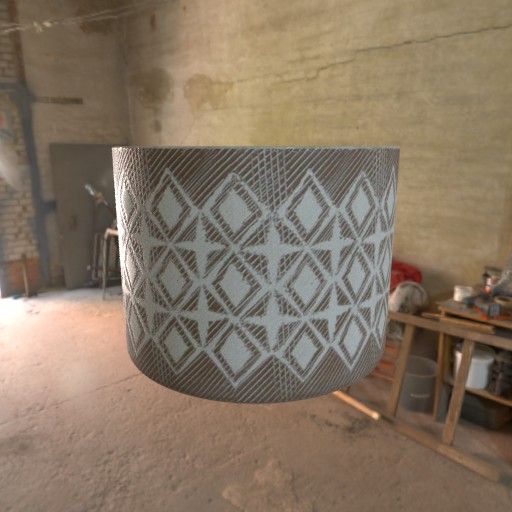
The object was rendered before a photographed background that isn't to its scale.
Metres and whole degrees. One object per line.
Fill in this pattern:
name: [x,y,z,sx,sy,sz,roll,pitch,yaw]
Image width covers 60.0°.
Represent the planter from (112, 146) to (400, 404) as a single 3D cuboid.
planter: [0.000,0.000,0.216,0.126,0.104,0.126,0,14,0]
